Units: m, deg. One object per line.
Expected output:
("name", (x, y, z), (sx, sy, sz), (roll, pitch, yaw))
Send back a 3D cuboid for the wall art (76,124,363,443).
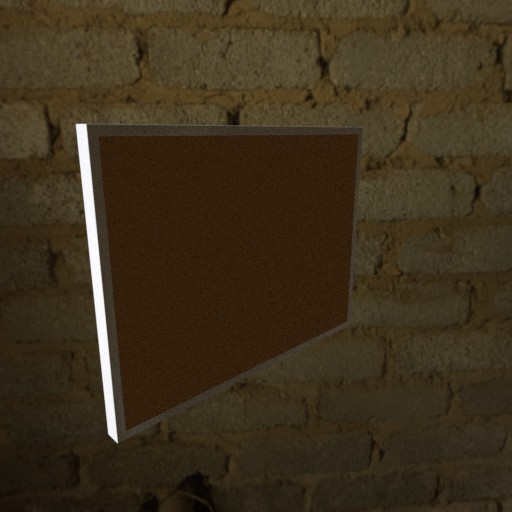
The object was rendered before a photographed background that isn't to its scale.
("wall art", (0.000, 0.000, 1.400), (1.041, 0.787, 0.053), (-15, 21, -42))
